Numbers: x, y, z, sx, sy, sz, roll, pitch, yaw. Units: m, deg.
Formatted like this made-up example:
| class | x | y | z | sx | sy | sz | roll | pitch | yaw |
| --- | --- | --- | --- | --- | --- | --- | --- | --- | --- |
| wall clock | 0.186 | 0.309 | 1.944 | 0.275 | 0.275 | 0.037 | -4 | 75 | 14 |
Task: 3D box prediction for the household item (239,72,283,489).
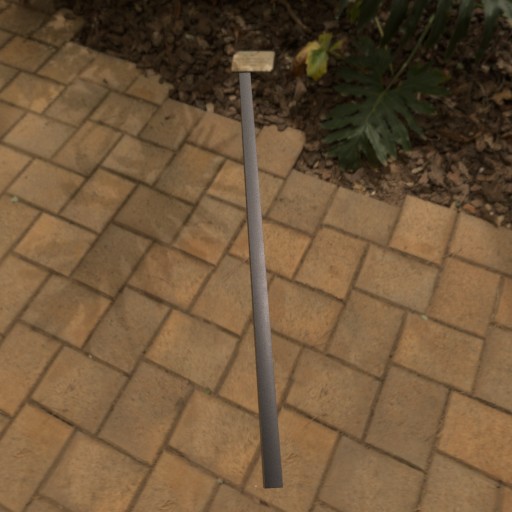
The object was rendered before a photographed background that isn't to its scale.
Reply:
| class | x | y | z | sx | sy | sz | roll | pitch | yaw |
| --- | --- | --- | --- | --- | --- | --- | --- | --- | --- |
| household item | 0.000 | 0.000 | 1.078 | 0.030 | 0.236 | 1.001 | -3 | 63 | -2 |
